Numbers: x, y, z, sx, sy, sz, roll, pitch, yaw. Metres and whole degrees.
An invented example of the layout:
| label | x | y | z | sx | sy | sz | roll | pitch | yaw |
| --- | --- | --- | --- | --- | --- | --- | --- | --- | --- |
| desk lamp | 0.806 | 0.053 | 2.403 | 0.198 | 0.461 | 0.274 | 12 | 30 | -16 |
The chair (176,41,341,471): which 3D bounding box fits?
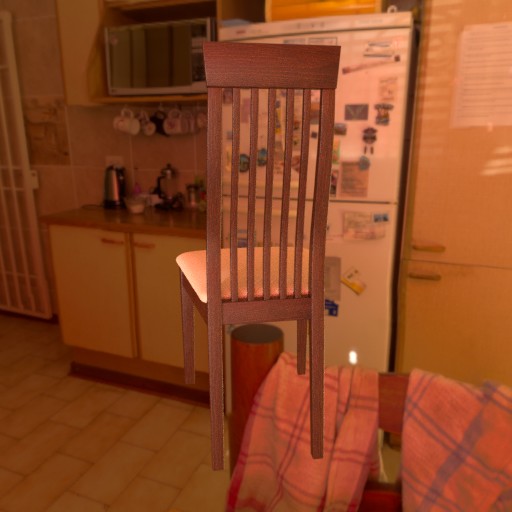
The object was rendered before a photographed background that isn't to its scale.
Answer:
| label | x | y | z | sx | sy | sz | roll | pitch | yaw |
| --- | --- | --- | --- | --- | --- | --- | --- | --- | --- |
| chair | 0.000 | 0.000 | 1.264 | 0.460 | 1.027 | 0.474 | -2 | 15 | -9 |
